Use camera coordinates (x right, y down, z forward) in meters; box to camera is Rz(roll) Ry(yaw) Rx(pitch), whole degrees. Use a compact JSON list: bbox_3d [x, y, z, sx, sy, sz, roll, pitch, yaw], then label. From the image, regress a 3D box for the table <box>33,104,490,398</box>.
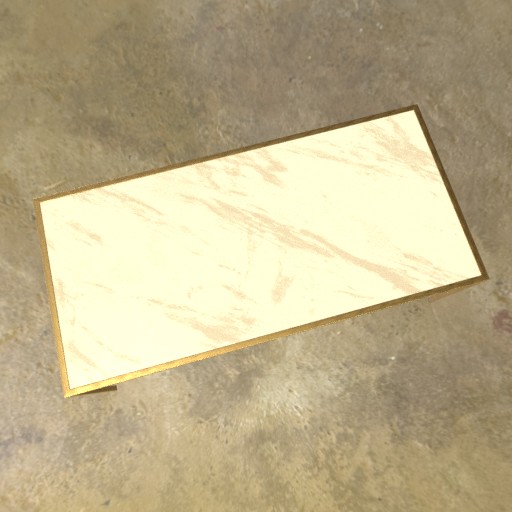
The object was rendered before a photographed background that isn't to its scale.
[{"bbox_3d":[0.000,0.000,1.461,1.197,0.405,0.577,-15,76,-4],"label":"table"}]
